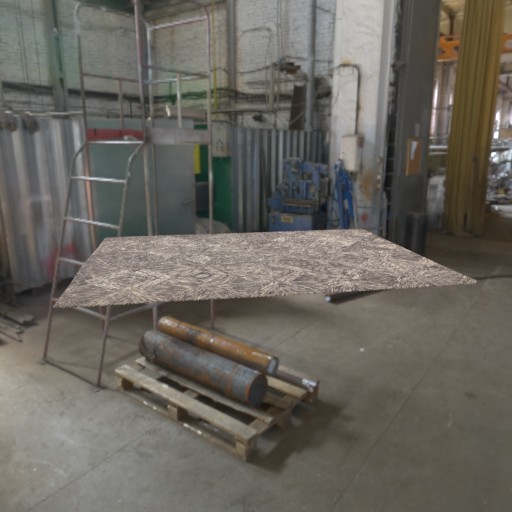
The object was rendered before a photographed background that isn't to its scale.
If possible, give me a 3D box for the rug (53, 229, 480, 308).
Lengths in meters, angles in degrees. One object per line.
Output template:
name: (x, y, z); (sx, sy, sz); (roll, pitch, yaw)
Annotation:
rug: (0.000, 0.000, 5.542); (4.093, 0.020, 2.997); (-2, 14, -10)
